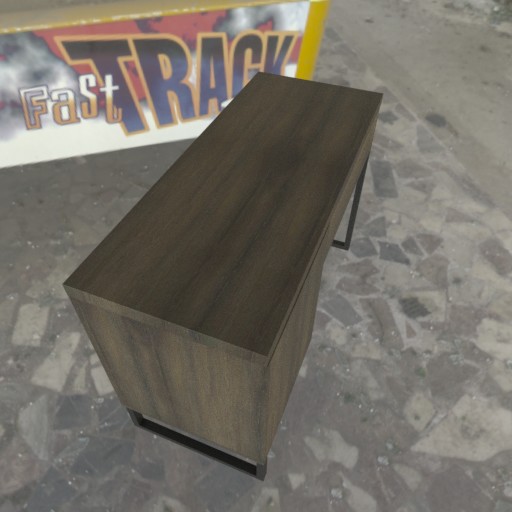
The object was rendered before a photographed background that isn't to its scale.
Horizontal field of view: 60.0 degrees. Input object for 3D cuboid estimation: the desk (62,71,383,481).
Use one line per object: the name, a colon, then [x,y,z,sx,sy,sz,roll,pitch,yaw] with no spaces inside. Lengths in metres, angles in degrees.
desk: [0.000,0.000,1.531,0.511,0.752,1.134,16,49,15]
